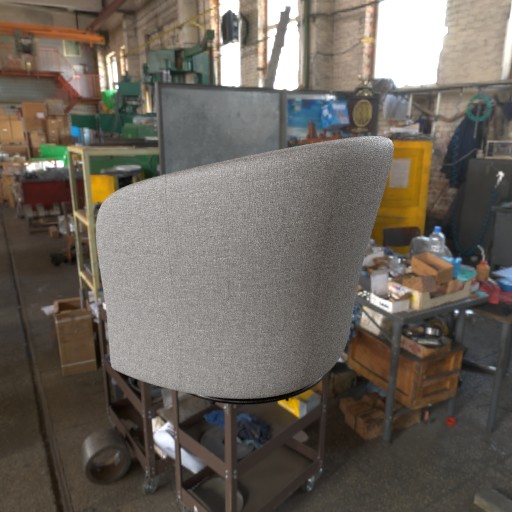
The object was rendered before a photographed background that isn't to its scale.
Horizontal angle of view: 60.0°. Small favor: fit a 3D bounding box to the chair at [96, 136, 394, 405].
[{"bbox_3d":[0.000,0.000,1.470,0.815,0.771,0.791,8,17,25],"label":"chair"}]
